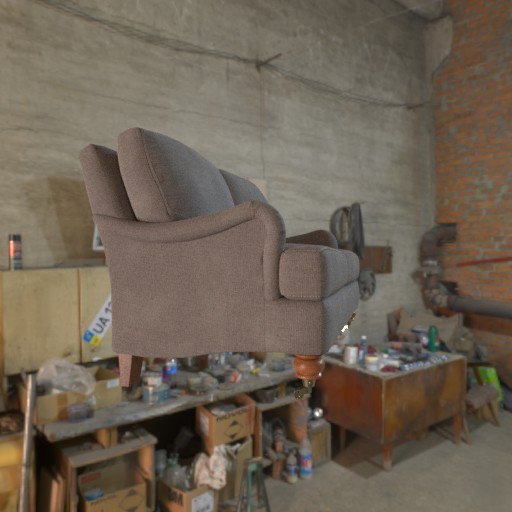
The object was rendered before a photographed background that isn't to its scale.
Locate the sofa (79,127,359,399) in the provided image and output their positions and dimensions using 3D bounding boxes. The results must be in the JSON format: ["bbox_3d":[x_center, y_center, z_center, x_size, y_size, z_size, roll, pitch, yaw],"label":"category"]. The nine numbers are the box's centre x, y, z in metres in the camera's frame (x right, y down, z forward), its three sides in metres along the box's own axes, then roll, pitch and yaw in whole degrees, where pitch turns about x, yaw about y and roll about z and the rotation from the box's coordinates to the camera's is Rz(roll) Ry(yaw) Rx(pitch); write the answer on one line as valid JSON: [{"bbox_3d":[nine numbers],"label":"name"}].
[{"bbox_3d":[0.000,0.000,2.586,1.084,1.101,1.853,0,0,17],"label":"sofa"}]
